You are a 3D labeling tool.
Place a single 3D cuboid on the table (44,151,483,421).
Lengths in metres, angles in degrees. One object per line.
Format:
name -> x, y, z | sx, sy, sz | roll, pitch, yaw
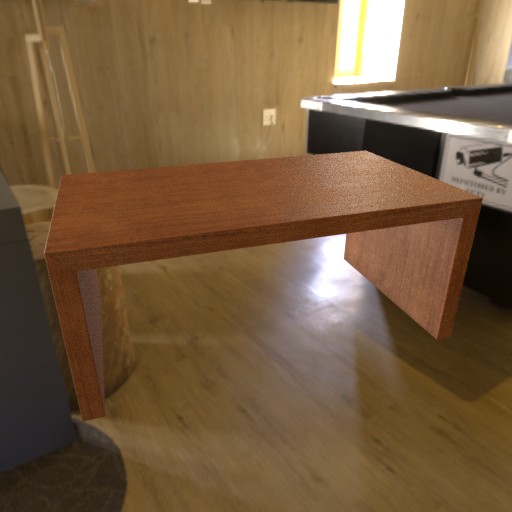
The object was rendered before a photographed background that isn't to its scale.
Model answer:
table -> 0.000, 0.000, 1.276 | 1.000, 0.419, 0.549 | -8, 27, -17
